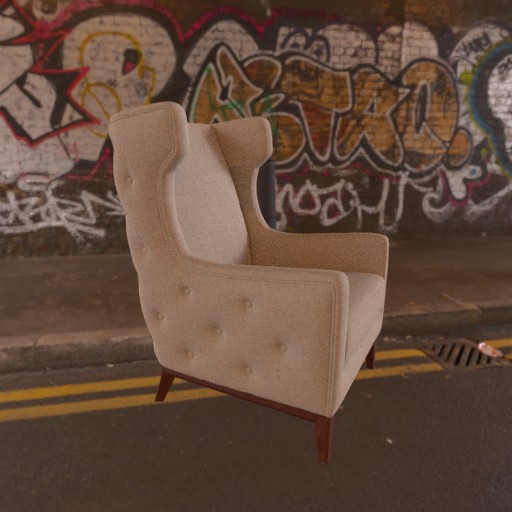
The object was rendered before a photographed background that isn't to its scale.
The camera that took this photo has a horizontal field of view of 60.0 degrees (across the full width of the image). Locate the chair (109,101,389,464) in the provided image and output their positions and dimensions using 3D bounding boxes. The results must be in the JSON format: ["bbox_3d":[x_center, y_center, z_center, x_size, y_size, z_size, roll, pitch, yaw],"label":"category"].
[{"bbox_3d":[0.000,0.000,1.704,0.899,1.079,0.778,6,14,25],"label":"chair"}]
